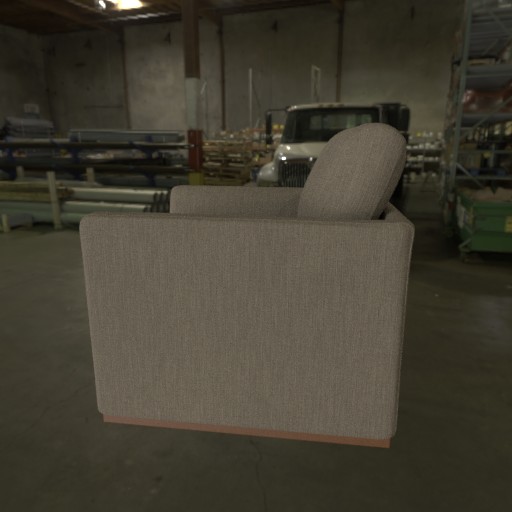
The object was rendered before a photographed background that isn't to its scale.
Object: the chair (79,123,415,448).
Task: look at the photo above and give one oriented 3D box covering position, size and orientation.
[{"bbox_3d":[0.000,0.000,1.445,0.834,0.811,0.763,2,15,8],"label":"chair"}]
